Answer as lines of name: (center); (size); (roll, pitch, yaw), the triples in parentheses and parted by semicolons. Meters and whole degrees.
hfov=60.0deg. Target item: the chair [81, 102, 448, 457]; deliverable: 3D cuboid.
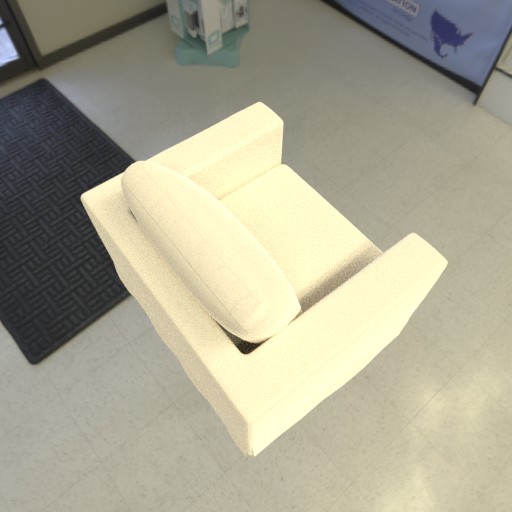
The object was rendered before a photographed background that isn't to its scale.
chair: (0.000, 0.000, 1.862); (0.957, 0.878, 1.150); (-34, 64, -19)
